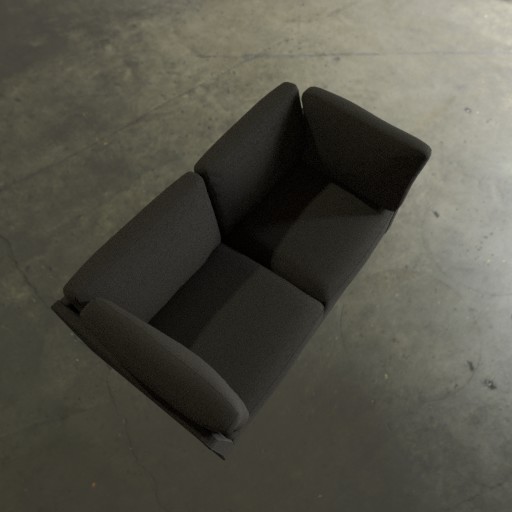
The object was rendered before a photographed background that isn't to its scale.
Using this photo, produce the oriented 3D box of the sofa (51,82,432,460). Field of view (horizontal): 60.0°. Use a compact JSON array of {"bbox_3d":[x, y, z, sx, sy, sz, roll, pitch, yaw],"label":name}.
[{"bbox_3d":[0.000,0.000,2.316,0.969,0.920,1.751,32,64,18],"label":"sofa"}]
